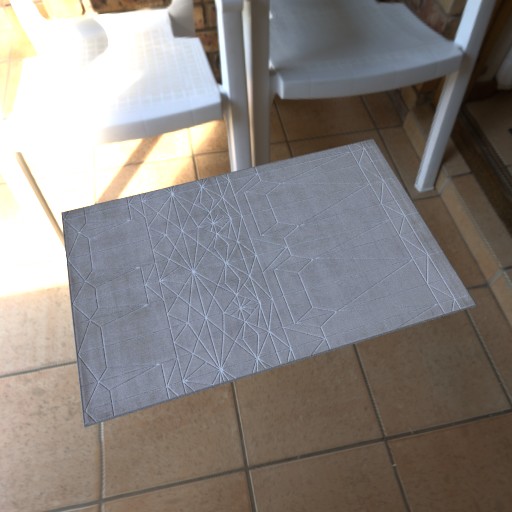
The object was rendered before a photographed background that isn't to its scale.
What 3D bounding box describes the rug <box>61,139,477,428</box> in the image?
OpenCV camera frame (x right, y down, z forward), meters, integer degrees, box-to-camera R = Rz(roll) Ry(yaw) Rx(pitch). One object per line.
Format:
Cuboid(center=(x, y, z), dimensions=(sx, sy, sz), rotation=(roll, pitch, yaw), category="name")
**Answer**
Cuboid(center=(0.000, 0.000, 2.974), dimensions=(2.438, 0.012, 1.524), rotation=(-15, 60, -9), category="rug")
